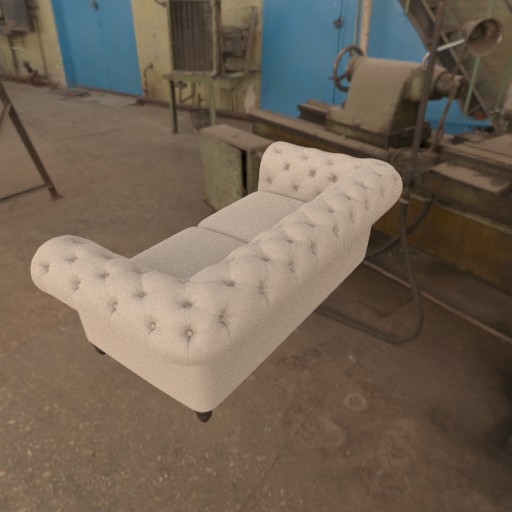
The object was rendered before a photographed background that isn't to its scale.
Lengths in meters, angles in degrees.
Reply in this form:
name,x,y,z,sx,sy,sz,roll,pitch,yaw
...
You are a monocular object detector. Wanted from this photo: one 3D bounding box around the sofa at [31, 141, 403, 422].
name,x,y,z,sx,sy,sz,roll,pitch,yaw
sofa,0.000,0.000,2.465,0.986,0.764,1.998,21,37,30
